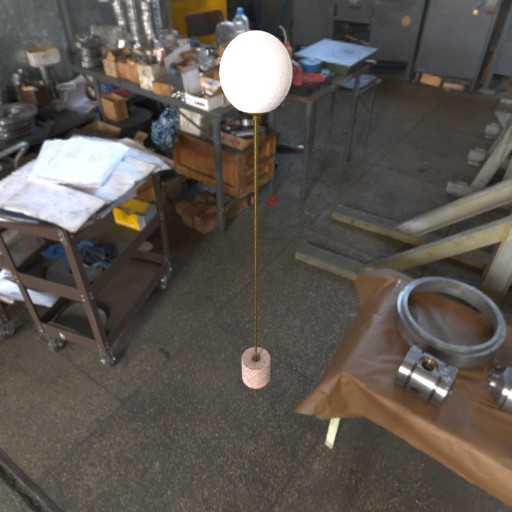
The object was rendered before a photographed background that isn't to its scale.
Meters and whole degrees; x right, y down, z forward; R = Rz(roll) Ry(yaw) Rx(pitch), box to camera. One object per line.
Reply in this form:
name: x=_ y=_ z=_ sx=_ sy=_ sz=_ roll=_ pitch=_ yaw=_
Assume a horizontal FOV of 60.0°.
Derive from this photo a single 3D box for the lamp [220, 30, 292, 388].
lamp: x=0.000 y=0.000 z=1.882 sx=0.229 sy=1.748 sz=0.229 roll=1 pitch=40 yaw=1
